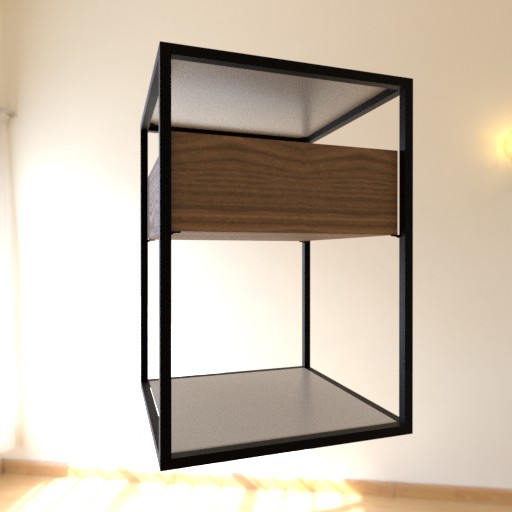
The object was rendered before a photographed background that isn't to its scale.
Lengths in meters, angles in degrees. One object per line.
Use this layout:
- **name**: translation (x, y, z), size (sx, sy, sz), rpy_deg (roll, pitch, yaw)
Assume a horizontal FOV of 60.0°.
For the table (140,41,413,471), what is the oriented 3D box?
- **table**: translation (0.000, 0.000, 0.794), size (0.378, 0.540, 0.378), rpy_deg (0, 0, -18)
